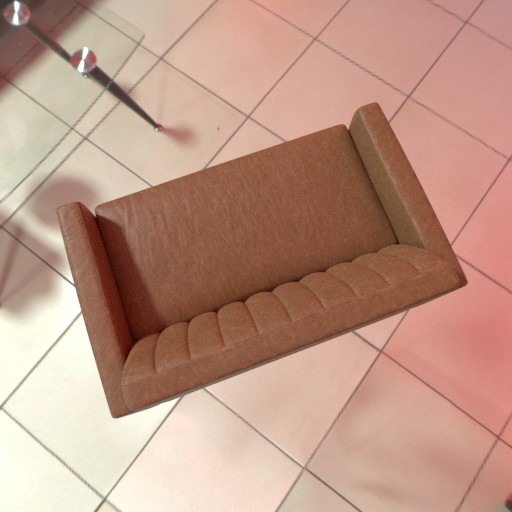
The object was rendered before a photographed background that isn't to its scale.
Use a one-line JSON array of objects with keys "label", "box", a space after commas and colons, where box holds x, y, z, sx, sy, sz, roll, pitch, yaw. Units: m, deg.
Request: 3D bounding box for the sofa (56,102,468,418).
[{"label": "sofa", "box": [0.000, 0.000, 2.096, 1.549, 0.820, 0.960, -20, 76, -5]}]
